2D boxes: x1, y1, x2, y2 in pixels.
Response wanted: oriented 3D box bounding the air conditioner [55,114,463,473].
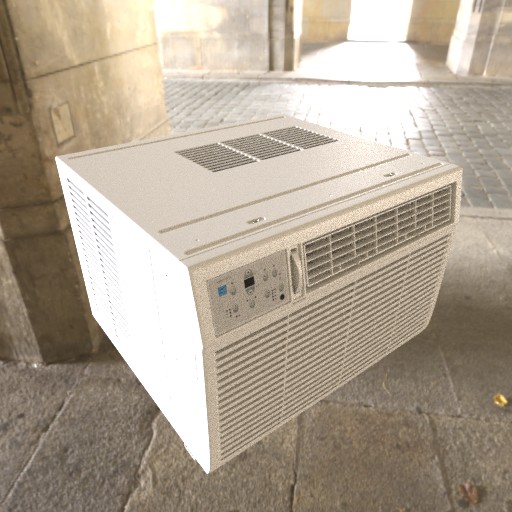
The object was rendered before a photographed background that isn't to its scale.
[{"bbox_3d":[0.000,0.000,1.041,0.645,0.455,0.599,-21,37,-31],"label":"air conditioner"}]
